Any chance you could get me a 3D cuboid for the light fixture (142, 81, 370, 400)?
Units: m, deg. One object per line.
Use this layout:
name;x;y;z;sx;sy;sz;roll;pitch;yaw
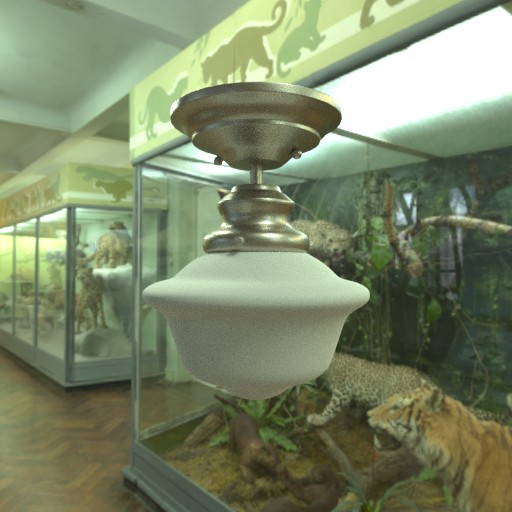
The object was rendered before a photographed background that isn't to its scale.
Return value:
light fixture;0.000;0.000;0.399;0.199;0.254;0.199;0;-1;0
